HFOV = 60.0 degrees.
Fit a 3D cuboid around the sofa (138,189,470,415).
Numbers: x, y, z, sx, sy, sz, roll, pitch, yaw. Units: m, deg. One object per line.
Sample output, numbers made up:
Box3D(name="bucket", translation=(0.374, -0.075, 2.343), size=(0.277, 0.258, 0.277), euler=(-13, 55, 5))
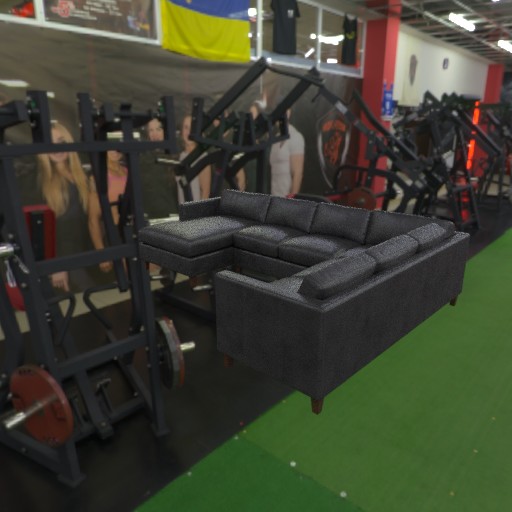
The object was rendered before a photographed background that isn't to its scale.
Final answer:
Box3D(name="sofa", translation=(0.000, 0.000, 4.538), size=(3.324, 0.891, 2.452), euler=(15, 23, 41))
